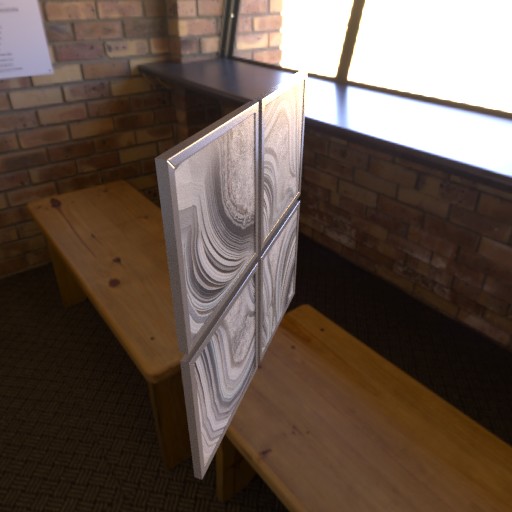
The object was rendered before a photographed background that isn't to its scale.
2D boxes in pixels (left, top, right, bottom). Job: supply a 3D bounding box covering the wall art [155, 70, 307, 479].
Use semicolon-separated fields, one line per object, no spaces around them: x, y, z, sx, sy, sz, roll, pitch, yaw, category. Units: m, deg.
0.000;0.000;1.648;0.029;1.118;1.118;11;34;17;wall art
